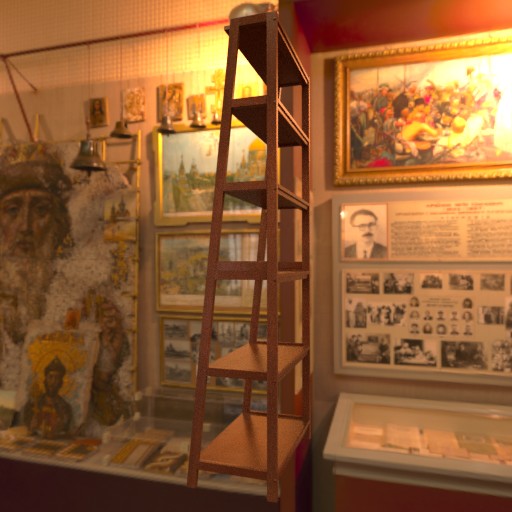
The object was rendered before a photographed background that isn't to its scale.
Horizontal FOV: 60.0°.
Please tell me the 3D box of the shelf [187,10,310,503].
[{"bbox_3d":[0.000,0.000,2.073,0.382,1.892,0.660,0,-1,18],"label":"shelf"}]
